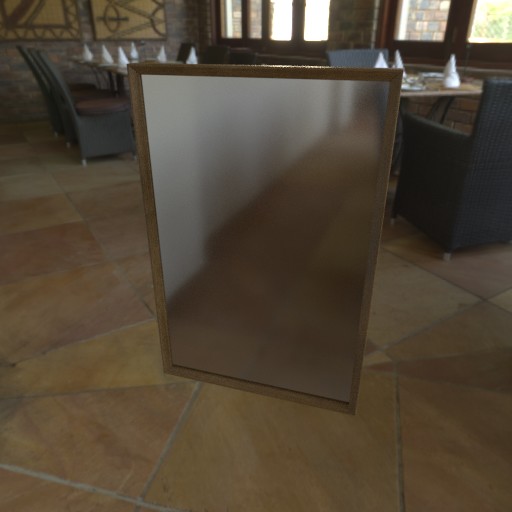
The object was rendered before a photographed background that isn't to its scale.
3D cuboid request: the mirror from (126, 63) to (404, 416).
[{"bbox_3d":[0.000,0.000,1.157,0.609,0.915,0.041,8,28,15],"label":"mirror"}]
